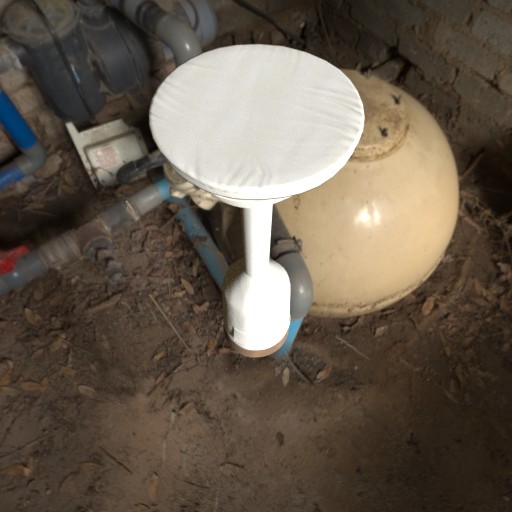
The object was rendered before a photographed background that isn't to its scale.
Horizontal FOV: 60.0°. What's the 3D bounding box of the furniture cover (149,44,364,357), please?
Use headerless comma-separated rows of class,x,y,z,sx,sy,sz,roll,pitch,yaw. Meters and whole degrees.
furniture cover,0.000,0.000,2.906,0.914,2.413,0.914,14,60,9
